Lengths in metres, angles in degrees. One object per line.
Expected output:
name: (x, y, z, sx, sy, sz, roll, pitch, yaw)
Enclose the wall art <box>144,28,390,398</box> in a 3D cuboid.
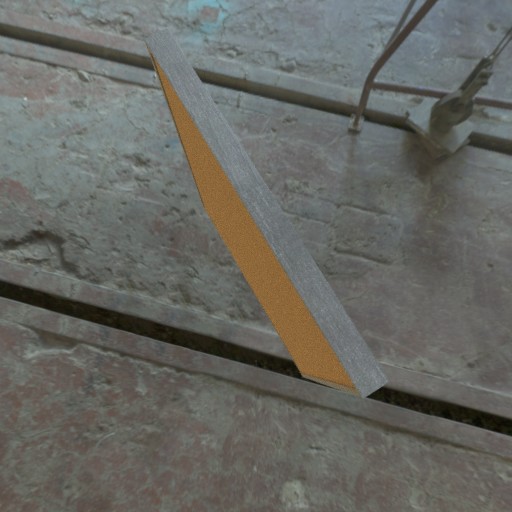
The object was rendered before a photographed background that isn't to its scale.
wall art: (0.000, 0.000, 0.683, 0.032, 0.521, 0.421, -30, 78, -7)
